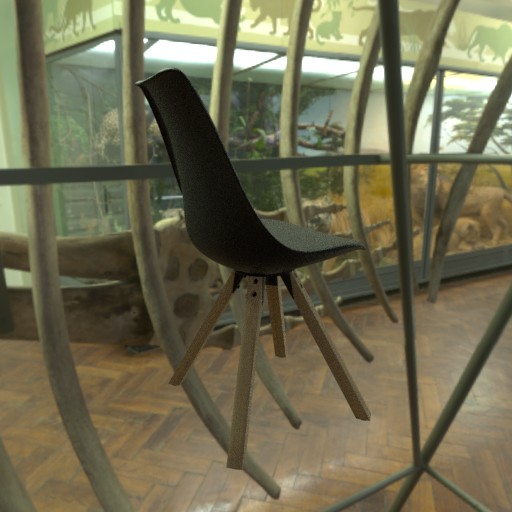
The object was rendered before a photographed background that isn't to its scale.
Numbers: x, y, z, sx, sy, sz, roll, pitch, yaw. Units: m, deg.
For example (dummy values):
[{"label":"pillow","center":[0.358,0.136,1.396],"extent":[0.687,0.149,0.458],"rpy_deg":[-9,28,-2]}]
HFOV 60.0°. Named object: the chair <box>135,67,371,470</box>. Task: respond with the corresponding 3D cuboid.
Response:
[{"label":"chair","center":[0.000,0.000,1.161],"extent":[0.549,0.850,0.485],"rpy_deg":[-7,16,-28]}]
